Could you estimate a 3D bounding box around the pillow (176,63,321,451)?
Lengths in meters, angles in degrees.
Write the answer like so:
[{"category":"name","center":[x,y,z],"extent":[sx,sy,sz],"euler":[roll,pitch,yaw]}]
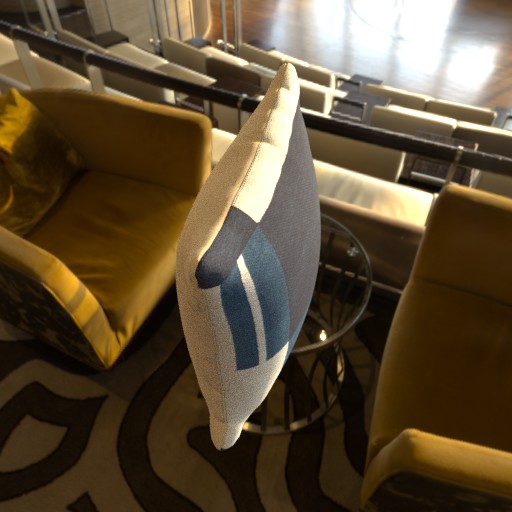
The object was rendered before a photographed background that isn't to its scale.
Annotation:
[{"category":"pillow","center":[0.000,0.000,0.812],"extent":[0.229,0.506,0.536],"euler":[10,47,10]}]
